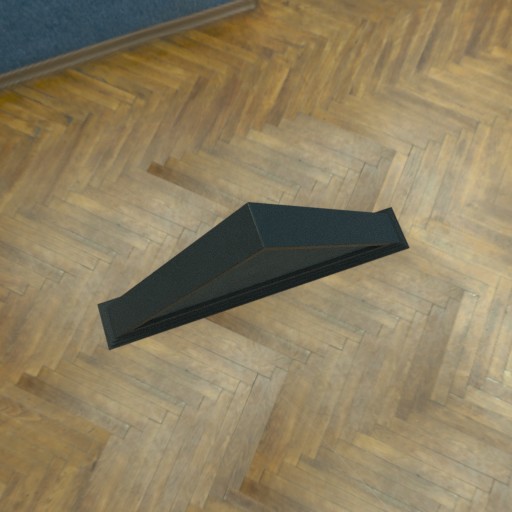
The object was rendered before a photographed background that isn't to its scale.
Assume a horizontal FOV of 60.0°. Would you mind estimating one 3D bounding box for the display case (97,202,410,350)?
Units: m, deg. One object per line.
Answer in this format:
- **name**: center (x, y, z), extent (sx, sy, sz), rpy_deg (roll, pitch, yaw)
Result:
- **display case**: center (0.000, 0.000, 0.743), extent (0.640, 0.340, 0.095), rpy_deg (-18, 77, -5)
